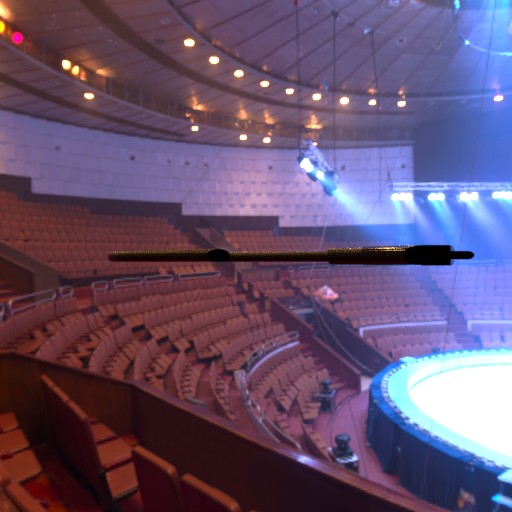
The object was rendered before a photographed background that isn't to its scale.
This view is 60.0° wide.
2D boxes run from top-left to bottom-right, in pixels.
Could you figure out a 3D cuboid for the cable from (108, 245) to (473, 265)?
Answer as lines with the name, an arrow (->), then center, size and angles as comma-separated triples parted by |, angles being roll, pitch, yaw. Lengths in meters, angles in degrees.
cable -> 0.000, 0.000, 0.112 | 0.098, 0.005, 0.041 | -1, -1, 36
